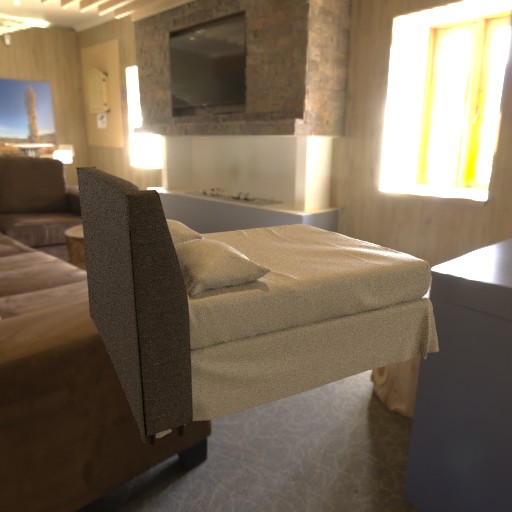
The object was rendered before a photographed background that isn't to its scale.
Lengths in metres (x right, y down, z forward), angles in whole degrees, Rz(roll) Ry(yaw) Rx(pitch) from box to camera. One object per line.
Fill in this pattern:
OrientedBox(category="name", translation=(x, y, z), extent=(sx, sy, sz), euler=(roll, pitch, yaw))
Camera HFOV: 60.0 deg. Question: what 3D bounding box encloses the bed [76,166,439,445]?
OrientedBox(category="bed", translation=(0.000, 0.000, 3.389), extent=(2.276, 1.332, 1.925), euler=(-8, 17, -27))
